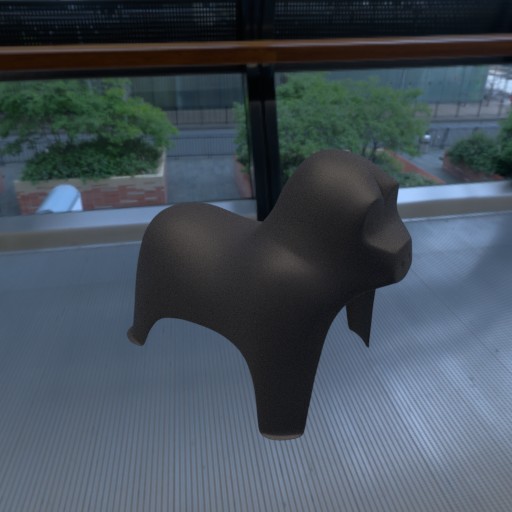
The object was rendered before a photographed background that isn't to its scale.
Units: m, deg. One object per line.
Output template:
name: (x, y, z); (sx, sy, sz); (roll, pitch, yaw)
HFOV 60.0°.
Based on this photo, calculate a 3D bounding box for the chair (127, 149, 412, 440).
chair: (0.000, 0.000, 1.145); (0.758, 0.600, 0.490); (18, 32, 31)
